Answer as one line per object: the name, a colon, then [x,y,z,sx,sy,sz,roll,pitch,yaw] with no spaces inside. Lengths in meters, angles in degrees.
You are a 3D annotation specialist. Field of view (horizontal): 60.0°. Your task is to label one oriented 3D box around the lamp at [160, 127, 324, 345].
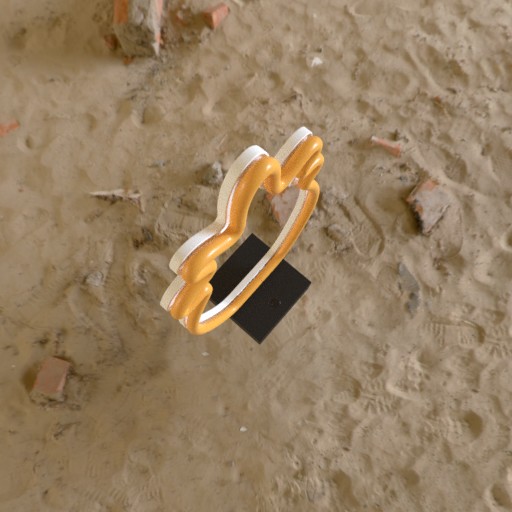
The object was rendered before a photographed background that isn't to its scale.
lamp: [0.000,0.000,0.376,0.088,0.317,0.167,40,78,10]
